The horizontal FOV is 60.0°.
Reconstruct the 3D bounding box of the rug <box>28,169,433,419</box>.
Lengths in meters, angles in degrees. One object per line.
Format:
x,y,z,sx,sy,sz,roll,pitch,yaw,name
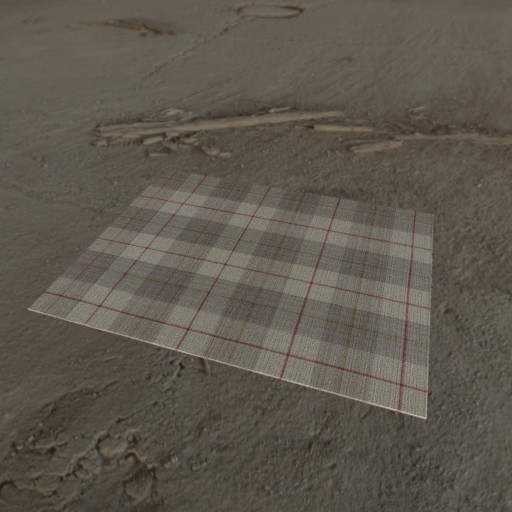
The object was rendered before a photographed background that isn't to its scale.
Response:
0.000,0.000,3.922,2.959,0.016,2.317,12,41,14,rug
